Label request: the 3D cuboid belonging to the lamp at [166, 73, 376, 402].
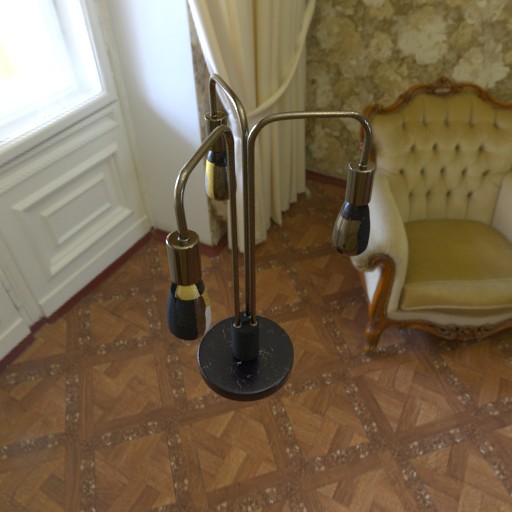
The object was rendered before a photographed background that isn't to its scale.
[{"bbox_3d":[0.000,0.000,0.796,0.355,0.560,0.368,-12,44,-13],"label":"lamp"}]
